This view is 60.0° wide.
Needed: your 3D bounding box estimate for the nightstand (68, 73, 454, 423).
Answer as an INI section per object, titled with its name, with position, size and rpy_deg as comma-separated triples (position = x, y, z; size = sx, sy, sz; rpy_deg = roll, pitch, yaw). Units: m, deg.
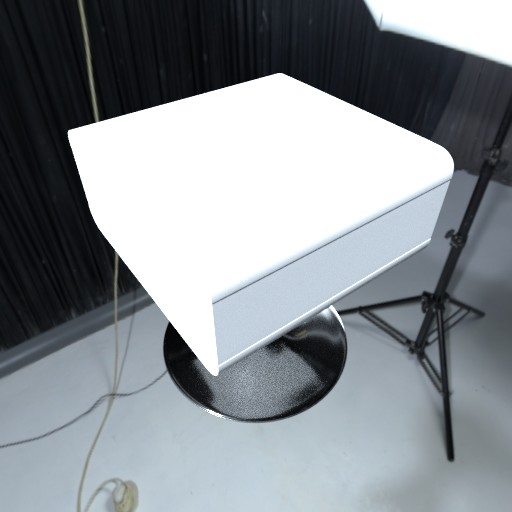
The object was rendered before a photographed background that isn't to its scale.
[nightstand]
position = 0.000, 0.000, 0.768
size = 0.404, 0.447, 0.399
rpy_deg = -26, 48, -26
